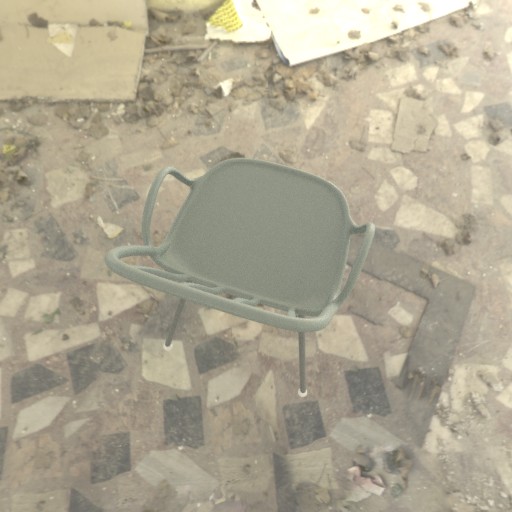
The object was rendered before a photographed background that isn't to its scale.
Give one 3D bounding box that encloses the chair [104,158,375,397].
[{"bbox_3d":[0.000,0.000,1.225,0.549,0.816,0.597,17,65,8],"label":"chair"}]
